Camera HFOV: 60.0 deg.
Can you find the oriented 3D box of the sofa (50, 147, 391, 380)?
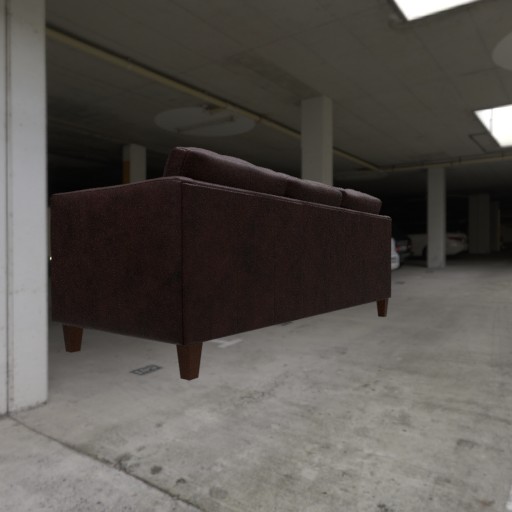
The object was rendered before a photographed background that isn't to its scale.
[{"bbox_3d":[0.000,0.000,3.027,1.045,1.006,2.464,0,0,36],"label":"sofa"}]
